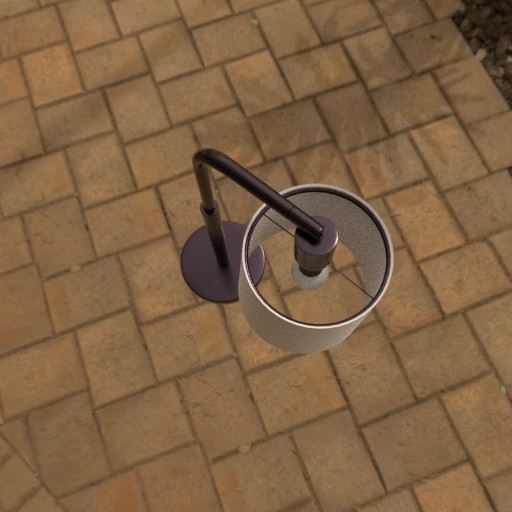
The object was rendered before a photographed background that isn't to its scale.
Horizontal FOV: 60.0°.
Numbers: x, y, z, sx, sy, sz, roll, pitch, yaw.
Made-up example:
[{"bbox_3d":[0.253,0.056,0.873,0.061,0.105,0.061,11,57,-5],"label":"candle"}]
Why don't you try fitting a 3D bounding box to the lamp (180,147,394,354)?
[{"bbox_3d":[0.000,0.000,0.629,0.333,0.489,0.171,39,78,10],"label":"lamp"}]
